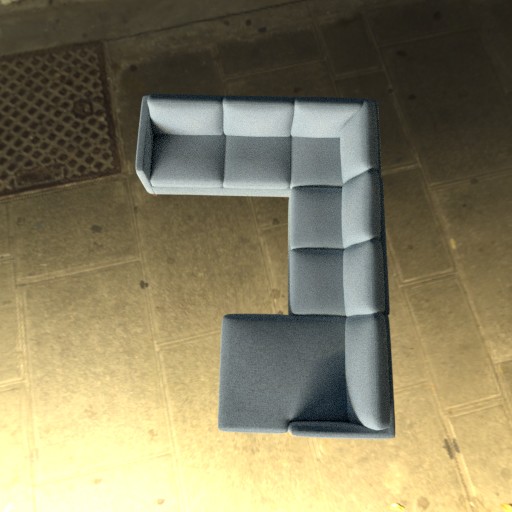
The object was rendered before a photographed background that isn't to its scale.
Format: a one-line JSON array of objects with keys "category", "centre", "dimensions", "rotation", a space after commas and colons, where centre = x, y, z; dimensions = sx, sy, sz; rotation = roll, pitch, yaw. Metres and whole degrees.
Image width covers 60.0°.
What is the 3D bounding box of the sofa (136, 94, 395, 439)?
[{"category": "sofa", "centre": [0.000, 0.000, 4.526], "dimensions": [2.551, 0.889, 3.403], "rotation": [1, 75, 0]}]
